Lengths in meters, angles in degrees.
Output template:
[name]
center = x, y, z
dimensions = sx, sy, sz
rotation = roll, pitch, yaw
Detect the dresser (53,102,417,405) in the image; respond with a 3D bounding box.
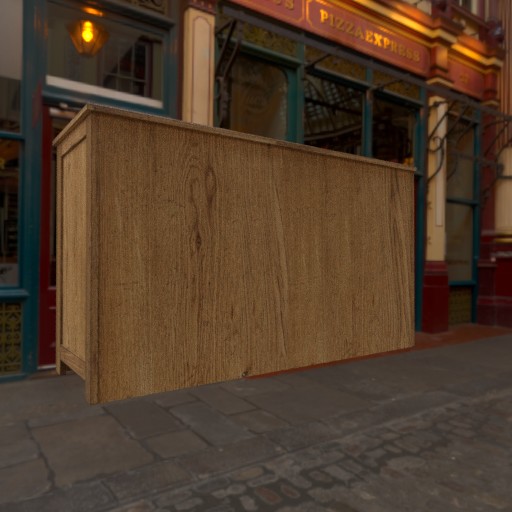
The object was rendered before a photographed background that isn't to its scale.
[dresser]
center = 0.000, 0.000, 2.057
dimensions = 1.657, 0.932, 0.563
rotation = 0, -1, -35
